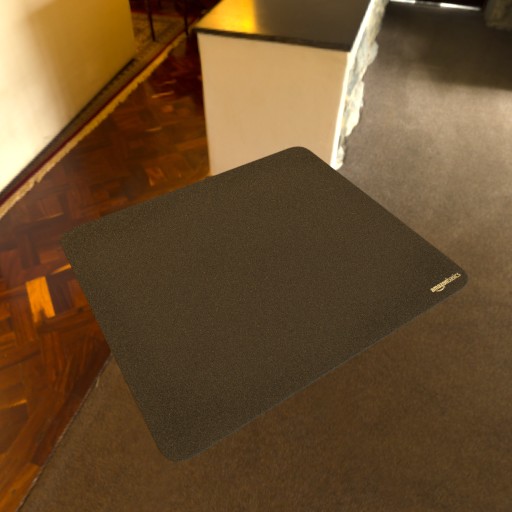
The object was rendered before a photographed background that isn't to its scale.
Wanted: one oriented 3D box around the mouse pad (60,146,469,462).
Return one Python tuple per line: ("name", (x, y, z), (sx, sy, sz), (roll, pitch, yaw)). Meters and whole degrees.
("mouse pad", (0.000, 0.000, 0.624), (0.451, 0.002, 0.393), (-25, 51, -22))
